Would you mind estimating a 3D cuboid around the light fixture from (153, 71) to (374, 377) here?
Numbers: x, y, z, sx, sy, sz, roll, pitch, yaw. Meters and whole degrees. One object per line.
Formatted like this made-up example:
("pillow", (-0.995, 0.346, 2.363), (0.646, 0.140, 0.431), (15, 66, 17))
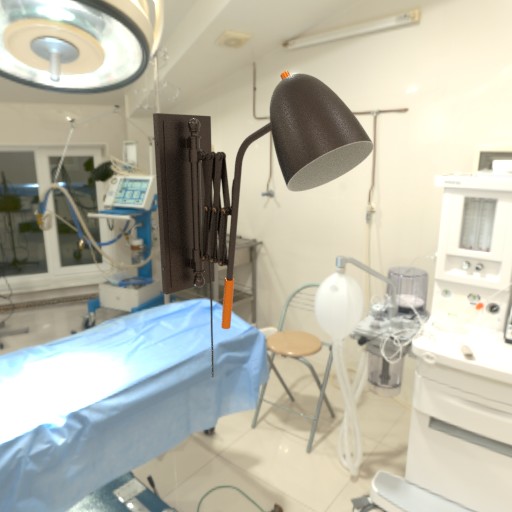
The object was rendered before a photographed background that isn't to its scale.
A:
("light fixture", (0.000, 0.000, 0.940), (0.162, 0.715, 0.499), (-14, 20, -43))
